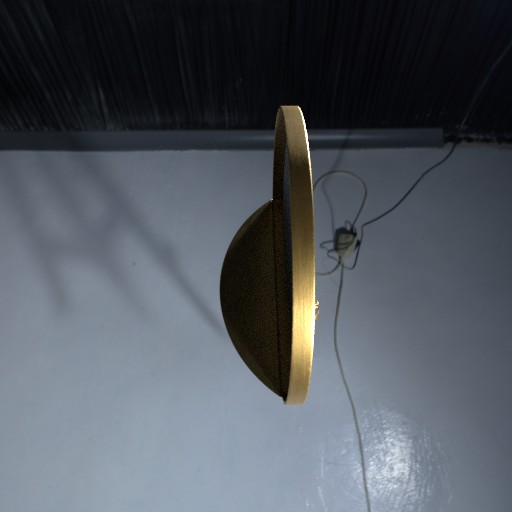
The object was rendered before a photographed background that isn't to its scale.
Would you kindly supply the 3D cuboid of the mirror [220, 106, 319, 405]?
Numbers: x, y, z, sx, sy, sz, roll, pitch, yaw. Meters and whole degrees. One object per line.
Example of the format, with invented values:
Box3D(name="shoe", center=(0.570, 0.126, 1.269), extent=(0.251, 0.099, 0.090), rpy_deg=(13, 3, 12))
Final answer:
Box3D(name="mirror", center=(0.000, 0.000, 0.715), extent=(0.133, 0.457, 0.457), rpy_deg=(-1, 60, -1))
